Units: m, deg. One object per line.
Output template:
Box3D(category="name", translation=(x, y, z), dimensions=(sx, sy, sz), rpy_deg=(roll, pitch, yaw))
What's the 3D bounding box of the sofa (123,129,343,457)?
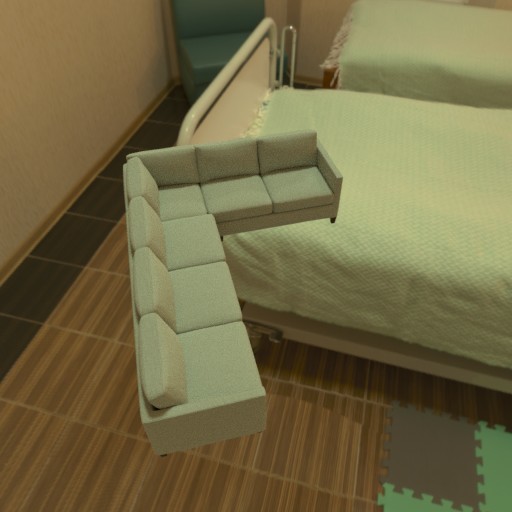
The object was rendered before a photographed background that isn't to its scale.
Box3D(category="sofa", translation=(0.000, 0.000, 4.582), dimensions=(2.522, 0.934, 3.333), rpy_deg=(-10, 47, -10))
